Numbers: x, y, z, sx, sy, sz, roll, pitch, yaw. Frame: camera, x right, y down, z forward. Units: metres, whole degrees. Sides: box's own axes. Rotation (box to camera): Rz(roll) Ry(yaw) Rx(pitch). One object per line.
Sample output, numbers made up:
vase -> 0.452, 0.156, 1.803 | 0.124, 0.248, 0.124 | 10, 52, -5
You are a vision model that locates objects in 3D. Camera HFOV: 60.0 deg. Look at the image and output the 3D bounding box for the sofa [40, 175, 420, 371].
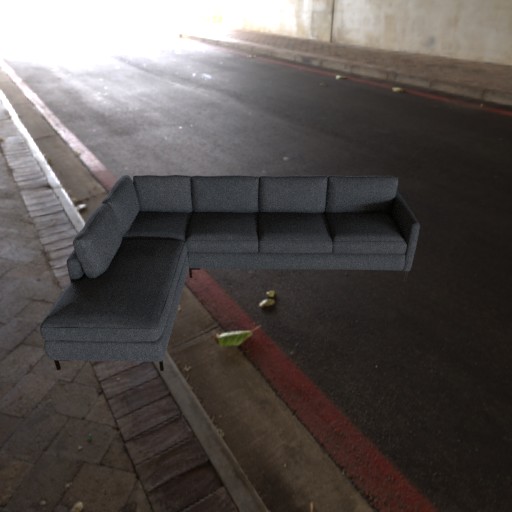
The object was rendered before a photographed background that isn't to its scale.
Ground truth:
sofa -> 0.000, 0.000, 3.829 | 2.949, 0.815, 2.007 | 0, 31, 1
